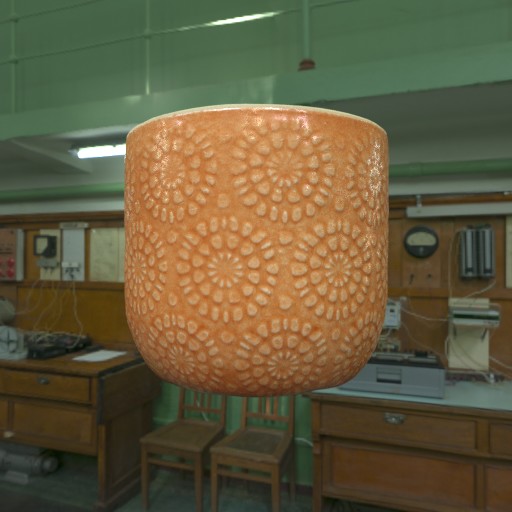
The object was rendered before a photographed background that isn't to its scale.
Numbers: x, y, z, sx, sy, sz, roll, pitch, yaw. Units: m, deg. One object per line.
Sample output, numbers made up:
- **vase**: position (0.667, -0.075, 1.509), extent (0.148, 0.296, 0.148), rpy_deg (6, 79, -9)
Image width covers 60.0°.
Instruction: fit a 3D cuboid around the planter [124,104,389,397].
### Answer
- **planter**: position (0.000, 0.000, 0.290), extent (0.170, 0.152, 0.170), rpy_deg (0, 0, 0)
